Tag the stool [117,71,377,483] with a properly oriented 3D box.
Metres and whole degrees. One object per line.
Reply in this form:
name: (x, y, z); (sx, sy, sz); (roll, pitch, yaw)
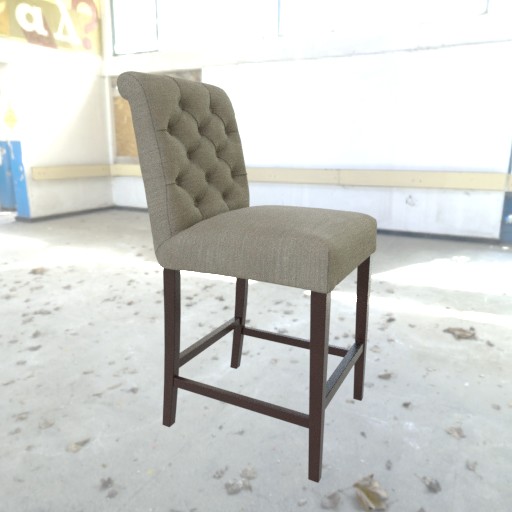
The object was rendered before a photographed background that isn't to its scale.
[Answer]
stool: (0.000, 0.000, 1.399); (0.660, 1.084, 0.486); (8, 16, 27)
